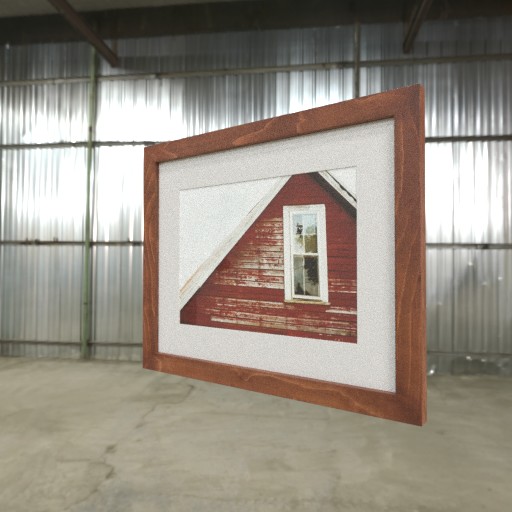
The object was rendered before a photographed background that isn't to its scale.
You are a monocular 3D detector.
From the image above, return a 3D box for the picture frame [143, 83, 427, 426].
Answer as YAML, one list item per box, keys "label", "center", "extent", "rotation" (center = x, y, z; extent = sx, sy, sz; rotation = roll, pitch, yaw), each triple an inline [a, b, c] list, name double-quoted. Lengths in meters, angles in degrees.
- label: "picture frame"
  center: [0.000, 0.000, 0.764]
  extent: [0.559, 0.457, 0.025]
  rotation: [-1, -1, 36]
